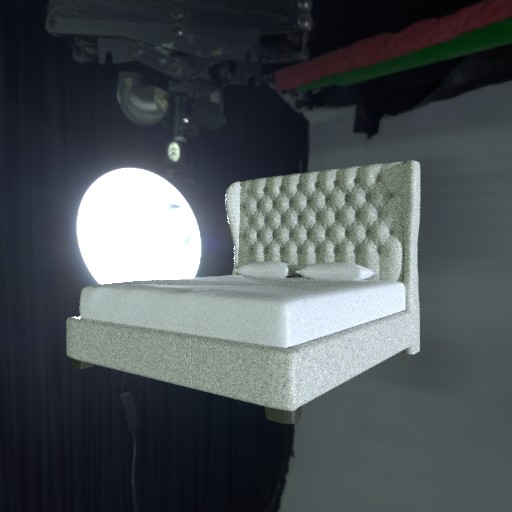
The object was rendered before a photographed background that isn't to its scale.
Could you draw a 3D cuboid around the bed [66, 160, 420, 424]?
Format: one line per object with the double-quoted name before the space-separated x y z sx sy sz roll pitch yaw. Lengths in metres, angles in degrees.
"bed" 0.000 0.000 3.862 2.219 1.771 2.347 0 0 36
